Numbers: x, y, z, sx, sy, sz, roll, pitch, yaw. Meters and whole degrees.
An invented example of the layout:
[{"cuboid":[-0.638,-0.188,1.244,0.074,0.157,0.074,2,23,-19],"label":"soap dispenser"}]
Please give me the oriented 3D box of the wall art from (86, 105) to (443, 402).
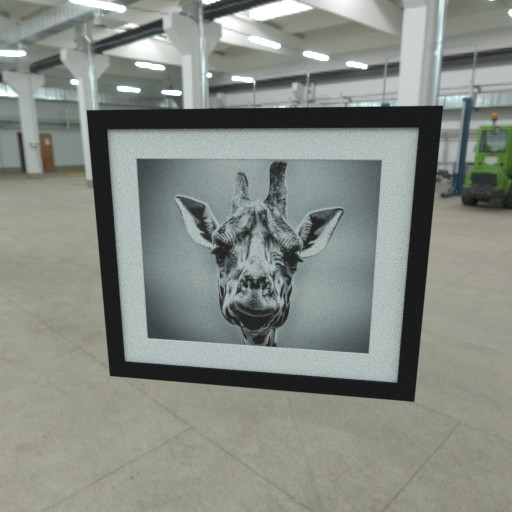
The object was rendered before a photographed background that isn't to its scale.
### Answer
[{"cuboid":[0.000,0.000,0.523,0.381,0.330,0.031,2,14,9],"label":"wall art"}]
